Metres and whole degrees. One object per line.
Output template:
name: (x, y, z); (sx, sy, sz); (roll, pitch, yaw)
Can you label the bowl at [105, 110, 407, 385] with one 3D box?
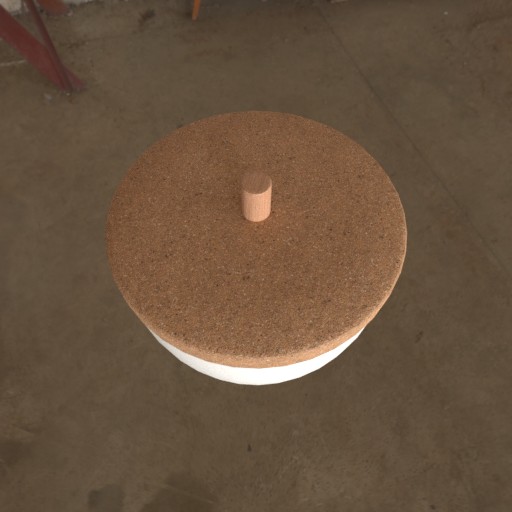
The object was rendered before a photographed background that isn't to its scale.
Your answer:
bowl: (0.000, 0.000, 0.217); (0.126, 0.110, 0.126); (0, 59, 0)
